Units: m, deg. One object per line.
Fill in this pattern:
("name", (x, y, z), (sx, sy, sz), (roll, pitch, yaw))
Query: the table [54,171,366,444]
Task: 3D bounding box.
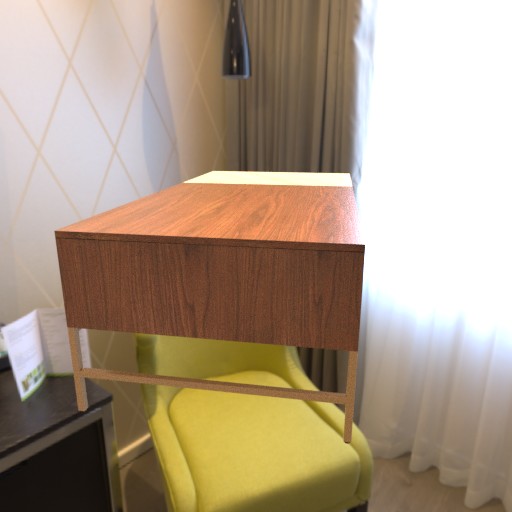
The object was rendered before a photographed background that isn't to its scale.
("table", (0.000, 0.000, 1.898), (0.789, 0.551, 1.553), (3, 17, 10))
